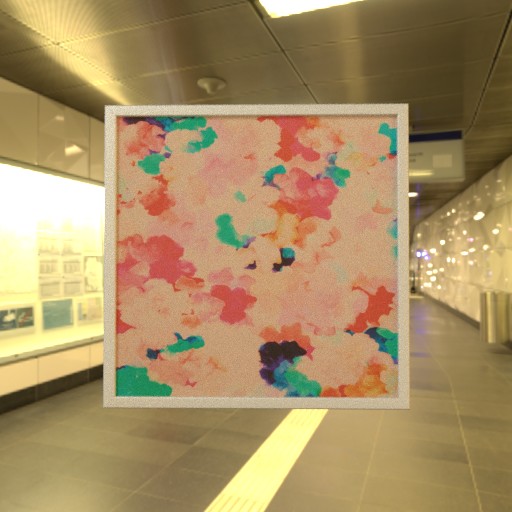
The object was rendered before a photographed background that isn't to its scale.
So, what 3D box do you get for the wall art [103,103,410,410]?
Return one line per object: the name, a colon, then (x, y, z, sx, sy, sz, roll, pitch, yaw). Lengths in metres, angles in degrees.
wall art: (0.000, 0.000, 0.754, 0.506, 0.505, 0.038, 0, -1, 1)
